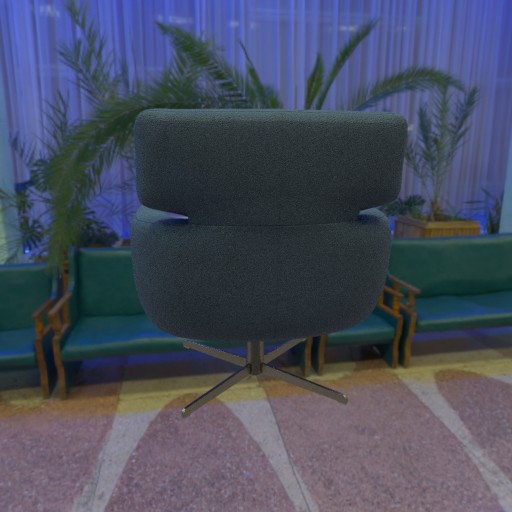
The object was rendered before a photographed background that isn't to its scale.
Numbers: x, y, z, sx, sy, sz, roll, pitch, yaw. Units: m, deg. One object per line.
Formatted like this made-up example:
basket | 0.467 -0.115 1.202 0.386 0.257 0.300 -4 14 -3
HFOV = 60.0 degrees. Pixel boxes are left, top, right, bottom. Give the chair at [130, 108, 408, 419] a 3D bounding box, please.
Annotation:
chair | 0.000 0.000 1.374 0.738 0.813 0.761 -2 14 -8
